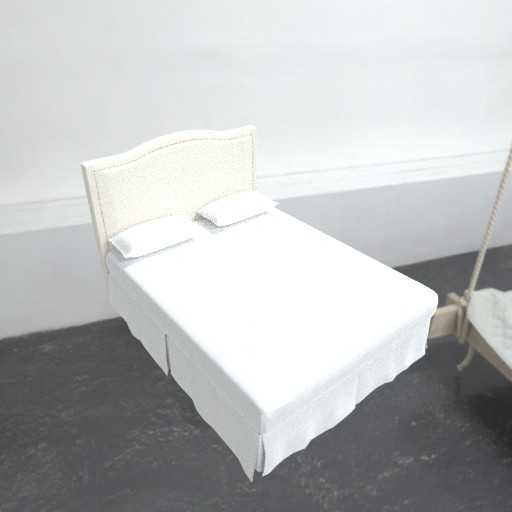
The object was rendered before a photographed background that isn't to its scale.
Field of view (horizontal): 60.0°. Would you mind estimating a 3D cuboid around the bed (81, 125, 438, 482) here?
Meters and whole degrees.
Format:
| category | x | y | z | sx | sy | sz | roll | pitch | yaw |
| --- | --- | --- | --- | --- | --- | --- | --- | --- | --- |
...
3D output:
| category | x | y | z | sx | sy | sz | roll | pitch | yaw |
| --- | --- | --- | --- | --- | --- | --- | --- | --- | --- |
| bed | 0.000 | 0.000 | 3.476 | 1.821 | 1.436 | 2.282 | -23 | 39 | -32 |
